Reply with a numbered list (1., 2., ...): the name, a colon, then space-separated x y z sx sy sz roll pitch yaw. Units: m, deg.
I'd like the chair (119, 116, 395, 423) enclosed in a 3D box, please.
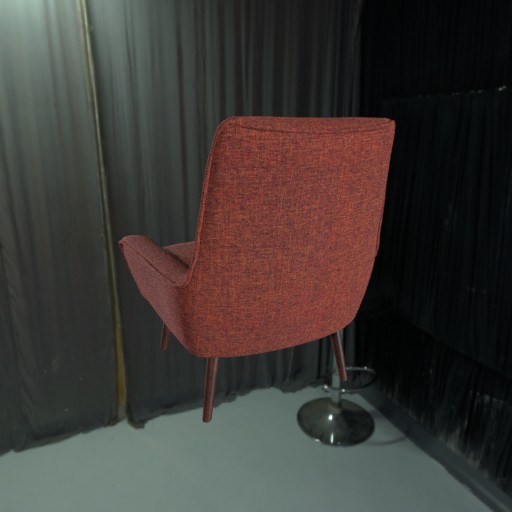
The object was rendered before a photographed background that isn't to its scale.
1. chair: 0.000 0.000 1.538 0.803 0.911 0.784 -8 18 -25
